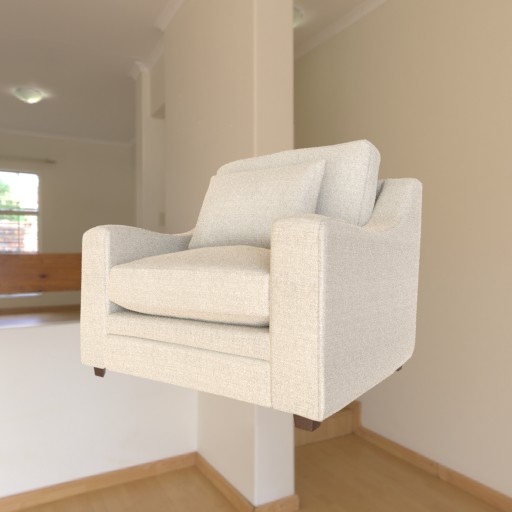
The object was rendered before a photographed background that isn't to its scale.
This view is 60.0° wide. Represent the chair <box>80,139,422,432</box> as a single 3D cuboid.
[{"bbox_3d":[0.000,0.000,1.960,1.178,1.016,1.009,0,1,35],"label":"chair"}]
